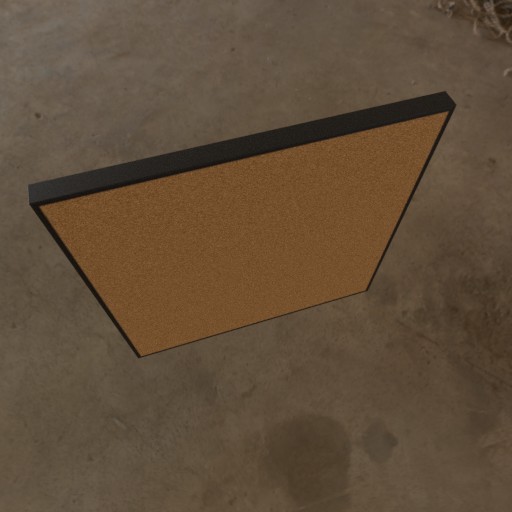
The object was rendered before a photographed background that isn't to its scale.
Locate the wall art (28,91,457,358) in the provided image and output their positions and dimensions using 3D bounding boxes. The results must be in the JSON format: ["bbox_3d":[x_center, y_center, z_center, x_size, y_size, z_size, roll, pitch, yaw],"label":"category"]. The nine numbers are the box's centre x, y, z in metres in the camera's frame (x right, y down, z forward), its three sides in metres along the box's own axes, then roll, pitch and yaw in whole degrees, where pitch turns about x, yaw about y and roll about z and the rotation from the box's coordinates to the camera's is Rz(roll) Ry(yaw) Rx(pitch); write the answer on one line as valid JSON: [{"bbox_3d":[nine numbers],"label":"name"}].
[{"bbox_3d":[0.000,0.000,0.734,0.513,0.511,0.028,-15,60,-9],"label":"wall art"}]
